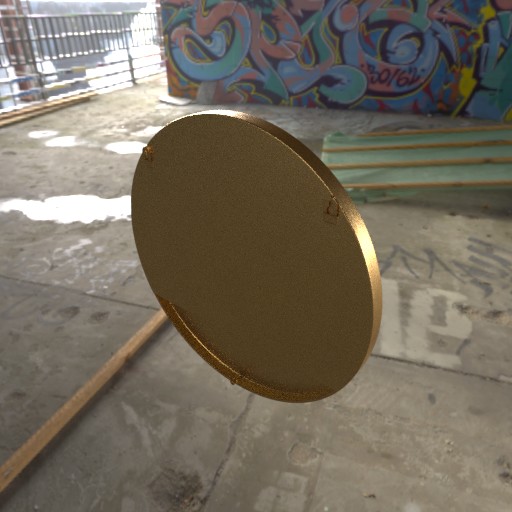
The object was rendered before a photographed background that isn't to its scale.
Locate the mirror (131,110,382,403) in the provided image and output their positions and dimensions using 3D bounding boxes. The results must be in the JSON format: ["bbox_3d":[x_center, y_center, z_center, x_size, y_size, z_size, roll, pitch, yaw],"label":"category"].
[{"bbox_3d":[0.000,0.000,0.703,0.457,0.457,0.133,22,36,33],"label":"mirror"}]
